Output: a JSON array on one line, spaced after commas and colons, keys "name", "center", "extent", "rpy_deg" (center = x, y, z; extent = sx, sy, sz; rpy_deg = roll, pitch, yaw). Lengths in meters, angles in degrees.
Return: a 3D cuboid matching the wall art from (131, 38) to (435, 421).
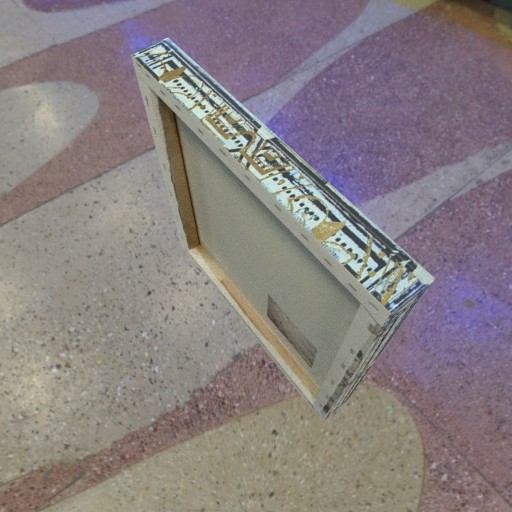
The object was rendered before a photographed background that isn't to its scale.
[{"name": "wall art", "center": [0.000, 0.000, 0.450], "extent": [0.038, 0.306, 0.302], "rpy_deg": [-33, 64, -18]}]
